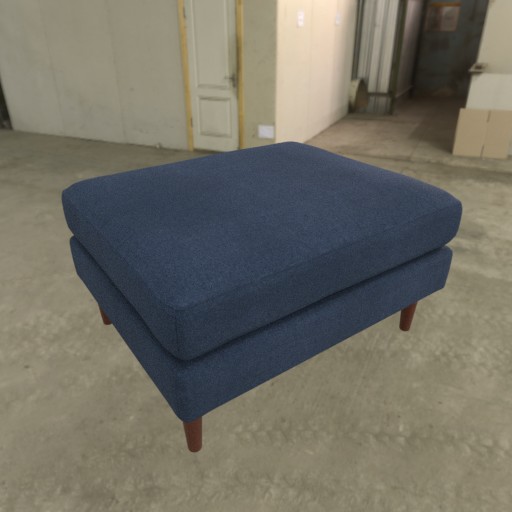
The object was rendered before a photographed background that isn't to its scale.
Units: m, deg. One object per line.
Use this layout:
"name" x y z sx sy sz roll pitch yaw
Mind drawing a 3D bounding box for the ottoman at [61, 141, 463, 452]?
"ottoman" 0.000 0.000 1.227 0.821 0.474 0.693 -19 34 -31
